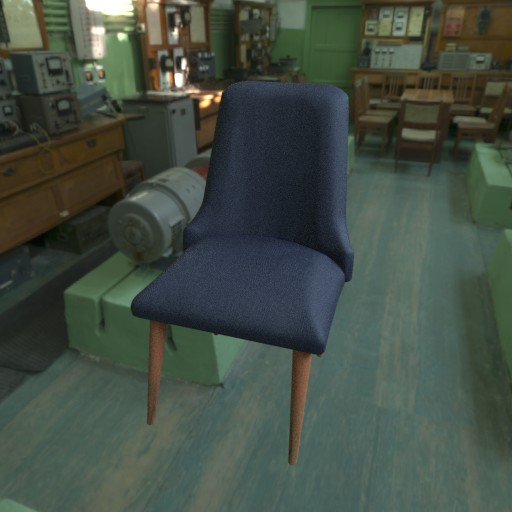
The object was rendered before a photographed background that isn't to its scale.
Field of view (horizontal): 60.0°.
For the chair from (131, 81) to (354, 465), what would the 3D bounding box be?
[{"bbox_3d":[0.000,0.000,1.189,0.504,0.820,0.567,9,29,16],"label":"chair"}]
